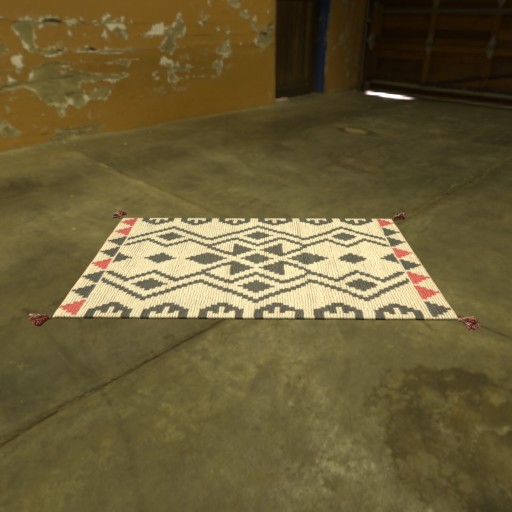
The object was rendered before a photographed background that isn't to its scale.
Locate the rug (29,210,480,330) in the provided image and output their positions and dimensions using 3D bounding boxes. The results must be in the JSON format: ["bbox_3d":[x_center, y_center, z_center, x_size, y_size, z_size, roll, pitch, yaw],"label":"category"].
[{"bbox_3d":[0.000,0.000,3.318,2.672,0.066,1.741,0,28,1],"label":"rug"}]
